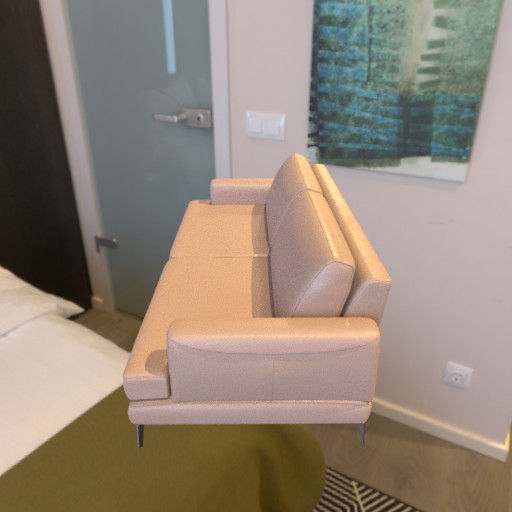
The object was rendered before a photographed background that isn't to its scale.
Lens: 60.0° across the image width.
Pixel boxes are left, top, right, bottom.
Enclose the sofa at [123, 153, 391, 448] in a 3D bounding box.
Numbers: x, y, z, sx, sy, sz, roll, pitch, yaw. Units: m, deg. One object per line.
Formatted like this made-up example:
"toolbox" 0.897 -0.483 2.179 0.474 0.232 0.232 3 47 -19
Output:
"sofa" 0.000 0.000 2.419 0.974 0.765 1.940 0 26 0
